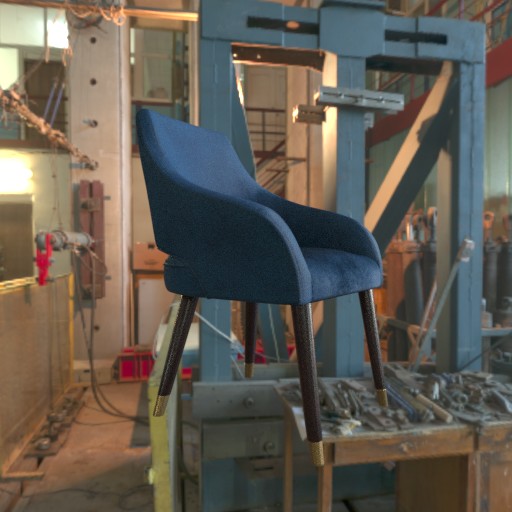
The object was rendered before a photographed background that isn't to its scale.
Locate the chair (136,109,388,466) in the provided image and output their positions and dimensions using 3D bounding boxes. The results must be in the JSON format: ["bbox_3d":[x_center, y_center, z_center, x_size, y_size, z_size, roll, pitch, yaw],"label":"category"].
[{"bbox_3d":[0.000,0.000,1.594,0.794,1.081,0.683,1,2,35],"label":"chair"}]
